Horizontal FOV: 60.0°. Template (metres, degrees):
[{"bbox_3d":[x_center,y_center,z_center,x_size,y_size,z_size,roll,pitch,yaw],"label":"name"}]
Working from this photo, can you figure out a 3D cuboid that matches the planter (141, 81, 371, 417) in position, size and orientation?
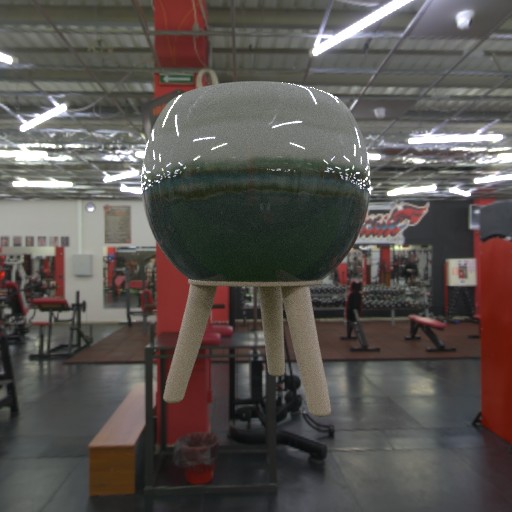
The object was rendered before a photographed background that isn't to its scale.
[{"bbox_3d":[0.000,0.000,0.441,0.222,0.278,0.222,0,-1,0],"label":"planter"}]
